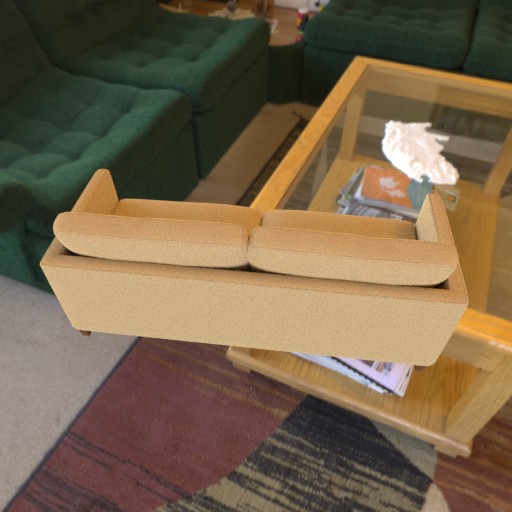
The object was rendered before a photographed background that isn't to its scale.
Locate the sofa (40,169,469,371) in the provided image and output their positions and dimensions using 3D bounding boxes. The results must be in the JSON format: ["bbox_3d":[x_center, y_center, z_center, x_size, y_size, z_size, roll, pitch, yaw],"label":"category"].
[{"bbox_3d":[0.000,0.000,2.892,2.361,0.968,0.951,5,47,5],"label":"sofa"}]
